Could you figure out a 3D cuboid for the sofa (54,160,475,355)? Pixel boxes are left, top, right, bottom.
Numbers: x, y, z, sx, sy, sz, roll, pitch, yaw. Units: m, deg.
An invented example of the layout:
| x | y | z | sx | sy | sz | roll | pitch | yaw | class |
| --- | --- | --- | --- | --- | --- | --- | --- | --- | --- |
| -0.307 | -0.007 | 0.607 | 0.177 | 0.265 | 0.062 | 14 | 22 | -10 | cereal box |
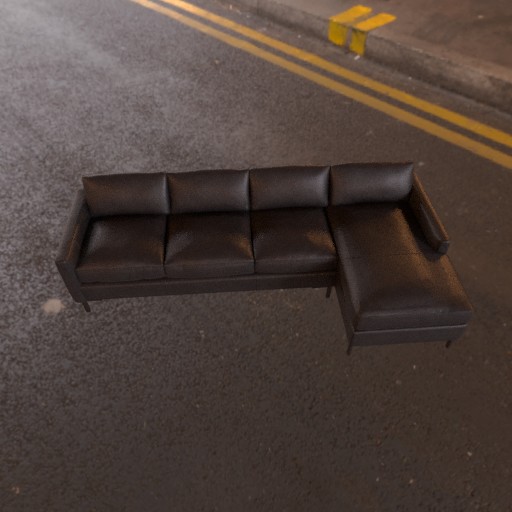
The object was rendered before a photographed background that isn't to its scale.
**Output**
| x | y | z | sx | sy | sz | roll | pitch | yaw | class |
| --- | --- | --- | --- | --- | --- | --- | --- | --- | --- |
| 0.000 | 0.000 | 3.540 | 2.993 | 0.859 | 1.471 | -3 | 46 | -3 | sofa |
